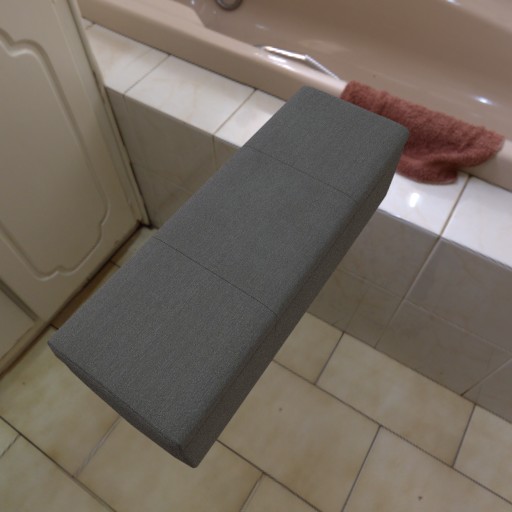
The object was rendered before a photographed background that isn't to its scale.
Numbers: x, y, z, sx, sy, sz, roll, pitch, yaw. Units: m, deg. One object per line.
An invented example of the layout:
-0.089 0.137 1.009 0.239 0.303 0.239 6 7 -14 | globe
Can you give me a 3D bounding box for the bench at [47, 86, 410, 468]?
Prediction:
0.000 0.000 1.487 0.446 0.438 1.269 30 62 18 | bench
